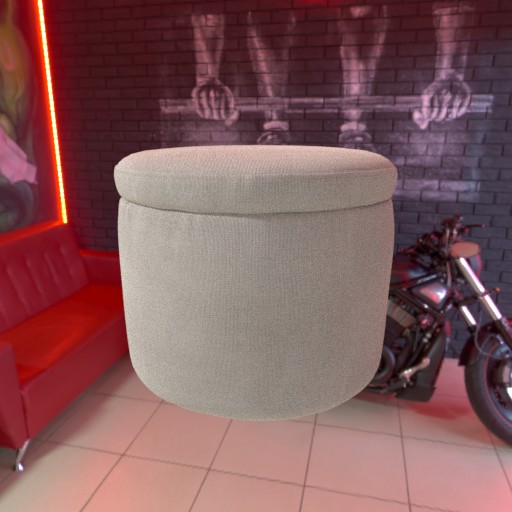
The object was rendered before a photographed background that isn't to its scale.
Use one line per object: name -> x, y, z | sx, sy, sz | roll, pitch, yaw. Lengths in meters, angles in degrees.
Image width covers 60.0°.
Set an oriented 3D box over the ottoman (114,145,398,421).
ottoman -> 0.000, 0.000, 0.848 | 0.497, 0.409, 0.497 | 0, 15, 0
